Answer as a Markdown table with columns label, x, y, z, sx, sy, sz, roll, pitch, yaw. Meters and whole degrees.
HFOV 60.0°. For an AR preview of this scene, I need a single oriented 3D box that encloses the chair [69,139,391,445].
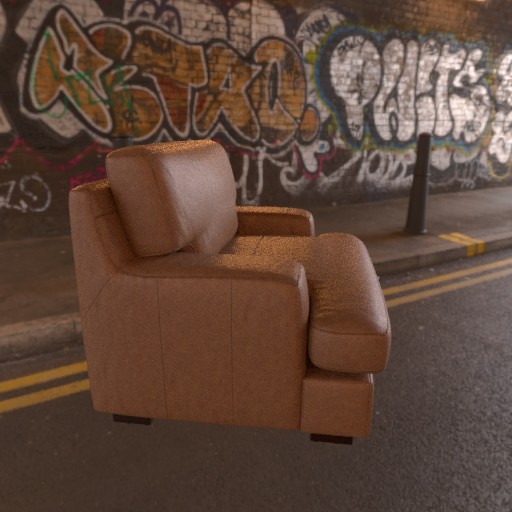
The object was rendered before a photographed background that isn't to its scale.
| label | x | y | z | sx | sy | sz | roll | pitch | yaw |
| --- | --- | --- | --- | --- | --- | --- | --- | --- | --- |
| chair | 0.000 | 0.000 | 1.955 | 1.050 | 0.978 | 1.276 | 2 | 16 | 8 |
